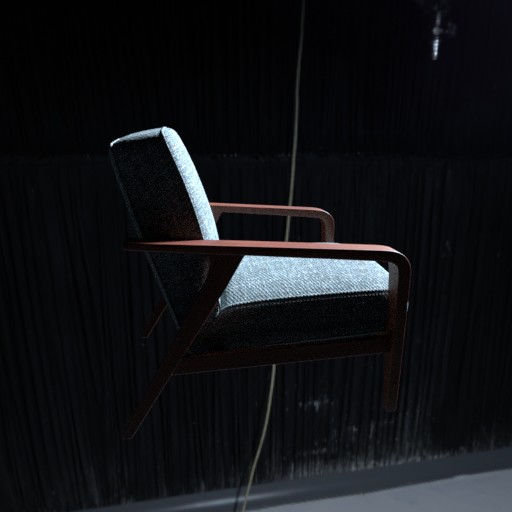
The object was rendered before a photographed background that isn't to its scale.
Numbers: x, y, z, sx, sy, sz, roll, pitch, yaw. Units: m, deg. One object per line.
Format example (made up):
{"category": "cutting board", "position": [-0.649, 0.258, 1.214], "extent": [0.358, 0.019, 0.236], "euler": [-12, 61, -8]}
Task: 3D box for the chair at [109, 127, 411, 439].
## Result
{"category": "chair", "position": [0.000, 0.000, 1.545], "extent": [0.889, 0.864, 0.719], "euler": [-3, 16, -9]}
